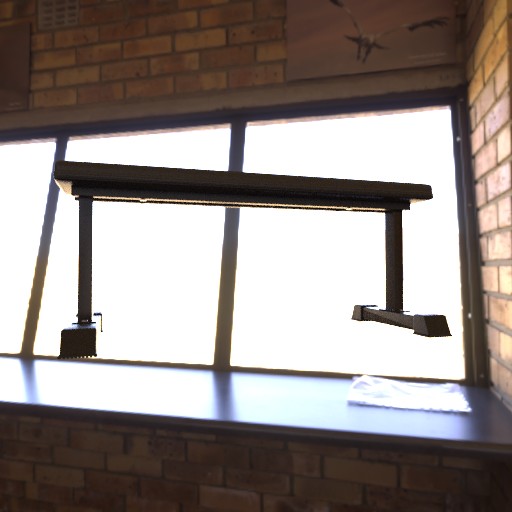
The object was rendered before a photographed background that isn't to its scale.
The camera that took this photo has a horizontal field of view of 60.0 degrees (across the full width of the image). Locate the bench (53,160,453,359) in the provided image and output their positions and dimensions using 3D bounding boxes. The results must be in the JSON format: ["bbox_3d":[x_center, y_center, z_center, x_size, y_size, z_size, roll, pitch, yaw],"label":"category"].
[{"bbox_3d":[0.000,0.000,1.298,1.072,0.453,0.439,0,-1,-17],"label":"bench"}]
